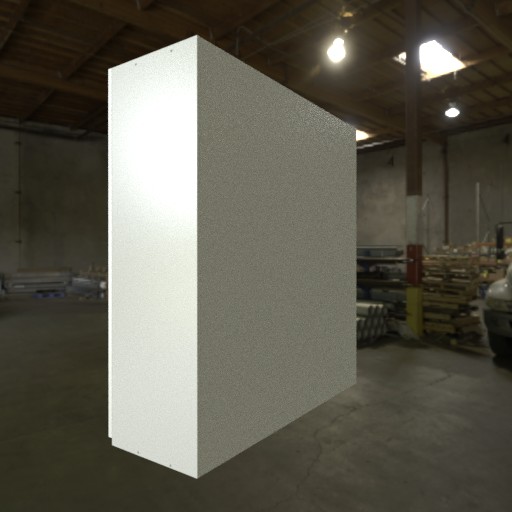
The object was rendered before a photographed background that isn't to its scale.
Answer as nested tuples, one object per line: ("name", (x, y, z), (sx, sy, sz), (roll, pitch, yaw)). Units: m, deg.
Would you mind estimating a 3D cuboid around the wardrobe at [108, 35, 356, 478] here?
("wardrobe", (0.000, 0.000, 2.858), (0.629, 1.960, 1.780), (0, 0, 35))
